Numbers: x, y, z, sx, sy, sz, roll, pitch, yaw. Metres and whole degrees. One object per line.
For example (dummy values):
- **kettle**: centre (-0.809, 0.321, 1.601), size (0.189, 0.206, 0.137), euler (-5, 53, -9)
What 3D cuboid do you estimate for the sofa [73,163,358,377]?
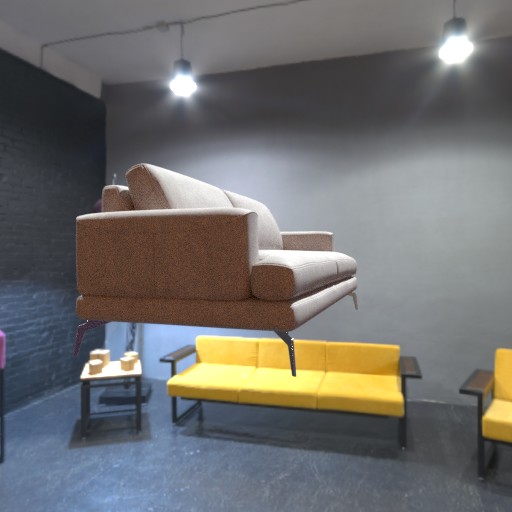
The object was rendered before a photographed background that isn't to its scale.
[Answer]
- **sofa**: centre (0.000, 0.000, 2.632), size (0.980, 0.830, 2.013), euler (0, 0, 19)
